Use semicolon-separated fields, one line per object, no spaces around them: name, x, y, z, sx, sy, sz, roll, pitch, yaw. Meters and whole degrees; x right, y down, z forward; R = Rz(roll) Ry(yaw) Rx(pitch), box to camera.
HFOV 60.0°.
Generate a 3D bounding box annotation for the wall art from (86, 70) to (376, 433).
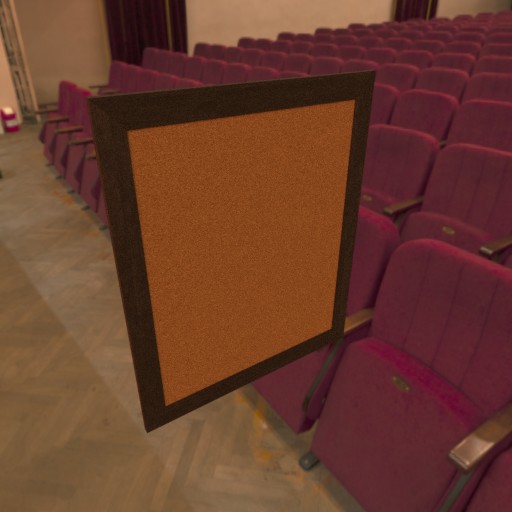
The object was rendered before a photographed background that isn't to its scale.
wall art;0.000;0.000;0.772;0.476;0.570;0.013;-18;34;-29
